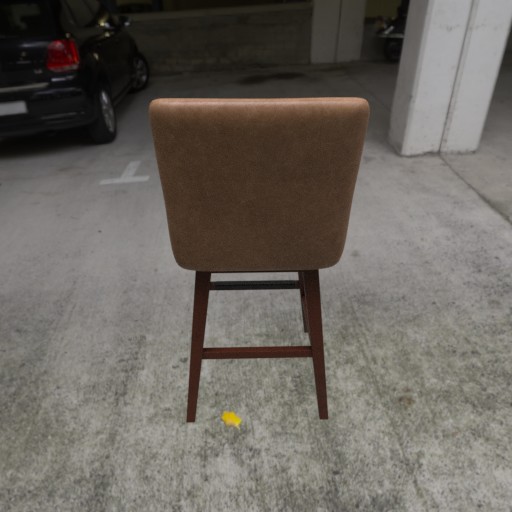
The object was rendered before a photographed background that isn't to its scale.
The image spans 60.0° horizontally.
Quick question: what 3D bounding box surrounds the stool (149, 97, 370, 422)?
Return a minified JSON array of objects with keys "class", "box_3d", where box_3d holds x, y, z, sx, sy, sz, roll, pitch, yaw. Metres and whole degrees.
[{"class":"stool","box_3d":[0.000,0.000,1.409,0.487,1.079,0.572,-1,32,-1]}]
